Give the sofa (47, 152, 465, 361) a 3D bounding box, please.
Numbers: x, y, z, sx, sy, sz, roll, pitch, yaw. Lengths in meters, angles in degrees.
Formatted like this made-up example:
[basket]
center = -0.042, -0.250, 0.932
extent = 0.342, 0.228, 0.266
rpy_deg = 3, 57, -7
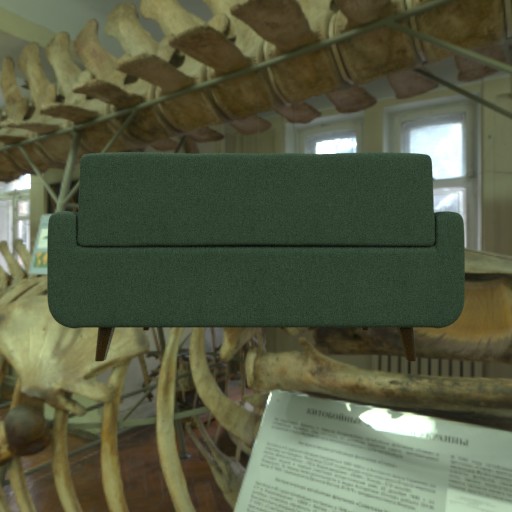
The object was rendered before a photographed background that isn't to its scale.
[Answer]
[sofa]
center = 0.000, 0.000, 2.167
extent = 1.631, 0.841, 0.909
rpy_deg = 0, 0, 0
